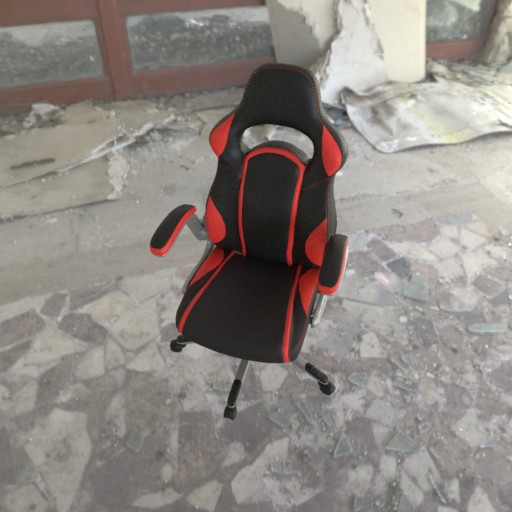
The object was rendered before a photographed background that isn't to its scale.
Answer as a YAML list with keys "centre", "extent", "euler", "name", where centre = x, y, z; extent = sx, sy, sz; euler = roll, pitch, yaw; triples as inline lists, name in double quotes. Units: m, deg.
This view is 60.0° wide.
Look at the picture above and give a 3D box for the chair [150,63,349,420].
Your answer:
- centre: [0.000, 0.000, 1.627]
  extent: [0.758, 1.165, 0.712]
  euler: [12, 43, 13]
  name: "chair"
